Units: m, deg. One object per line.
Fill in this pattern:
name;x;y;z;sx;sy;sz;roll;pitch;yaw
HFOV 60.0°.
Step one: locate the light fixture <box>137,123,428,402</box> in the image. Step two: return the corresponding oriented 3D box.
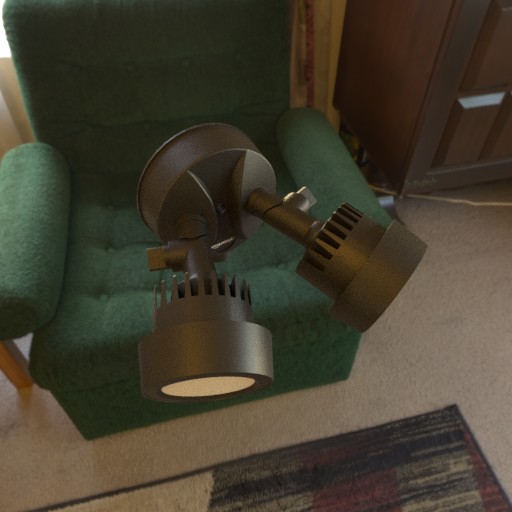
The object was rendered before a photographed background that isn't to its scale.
light fixture;0.000;0.000;0.312;0.213;0.120;0.168;-24;51;-21
